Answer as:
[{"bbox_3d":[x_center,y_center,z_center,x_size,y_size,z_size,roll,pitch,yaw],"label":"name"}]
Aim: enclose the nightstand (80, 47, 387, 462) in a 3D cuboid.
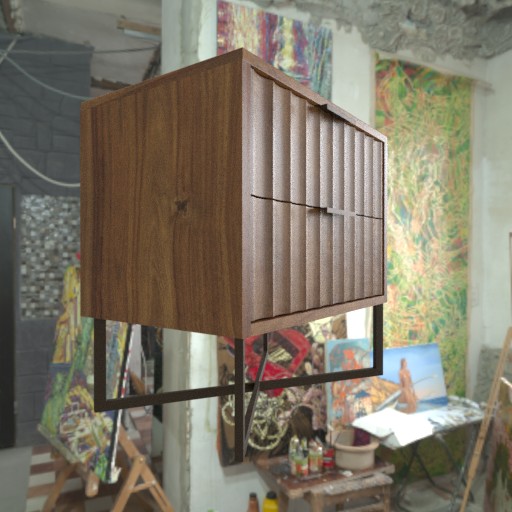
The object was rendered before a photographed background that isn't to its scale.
[{"bbox_3d":[0.000,0.000,1.013,0.427,0.615,0.613,0,0,36],"label":"nightstand"}]
